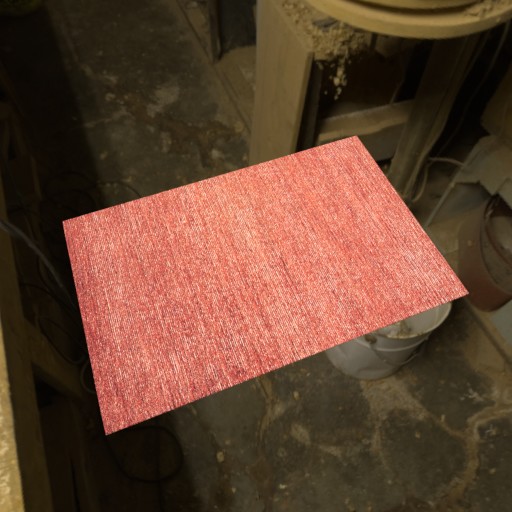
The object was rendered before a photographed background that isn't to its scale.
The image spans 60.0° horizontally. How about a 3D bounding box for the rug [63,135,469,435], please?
[{"bbox_3d":[0.000,0.000,2.229,1.747,0.011,1.139,-18,61,-11],"label":"rug"}]
